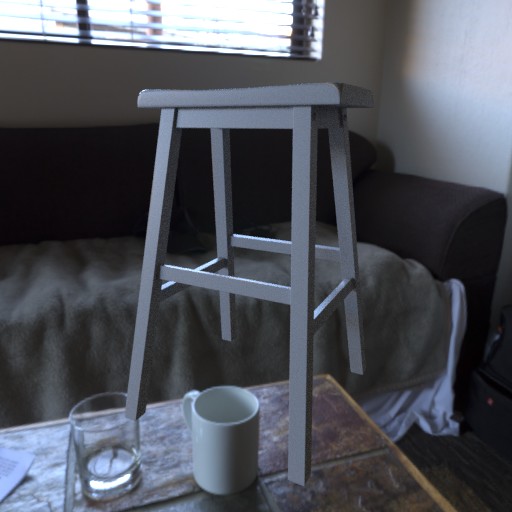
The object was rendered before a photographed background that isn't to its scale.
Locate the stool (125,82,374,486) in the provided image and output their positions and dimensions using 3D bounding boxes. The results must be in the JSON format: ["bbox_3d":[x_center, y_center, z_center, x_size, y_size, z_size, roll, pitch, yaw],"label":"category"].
[{"bbox_3d":[0.000,0.000,1.048,0.457,0.737,0.476,9,19,26],"label":"stool"}]
